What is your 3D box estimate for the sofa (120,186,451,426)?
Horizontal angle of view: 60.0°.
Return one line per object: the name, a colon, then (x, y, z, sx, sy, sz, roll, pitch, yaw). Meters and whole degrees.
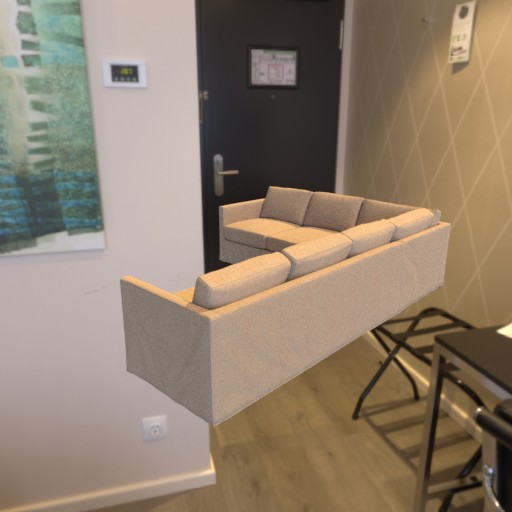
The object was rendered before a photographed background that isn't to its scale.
sofa: (0.000, 0.000, 4.243, 2.432, 0.871, 3.182, 16, 23, 42)
